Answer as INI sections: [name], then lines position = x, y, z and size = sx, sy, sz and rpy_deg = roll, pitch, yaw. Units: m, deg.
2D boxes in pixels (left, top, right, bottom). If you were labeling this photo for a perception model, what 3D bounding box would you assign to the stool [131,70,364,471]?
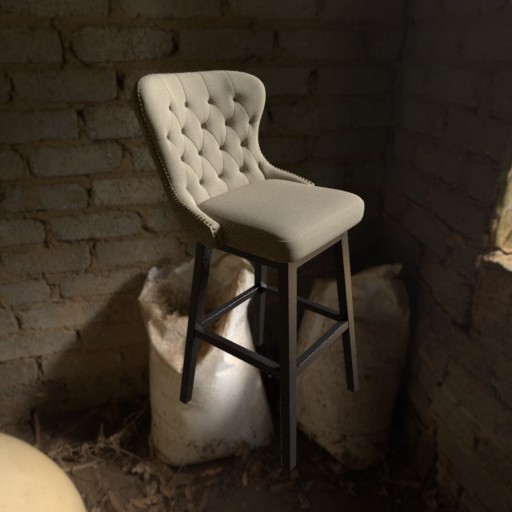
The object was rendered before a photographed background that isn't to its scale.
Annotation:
[stool]
position = 0.000, 0.000, 1.406
size = 0.605, 1.066, 0.528
rpy_deg = 18, 31, 34
